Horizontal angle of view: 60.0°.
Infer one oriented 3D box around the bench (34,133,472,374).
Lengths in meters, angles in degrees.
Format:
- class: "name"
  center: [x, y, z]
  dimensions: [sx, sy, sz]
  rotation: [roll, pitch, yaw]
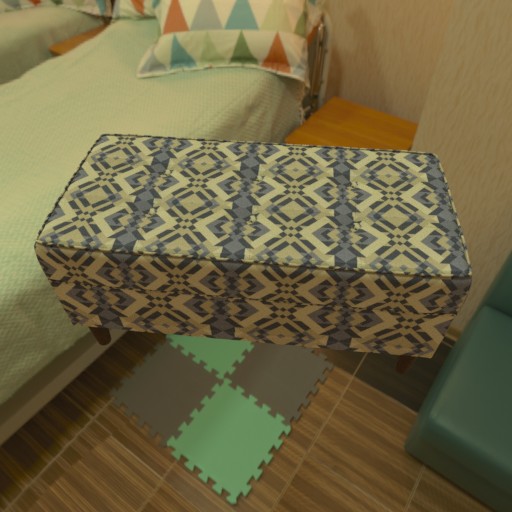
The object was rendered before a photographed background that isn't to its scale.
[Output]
- class: "bench"
  center: [0.000, 0.000, 1.308]
  dimensions: [1.016, 0.477, 0.492]
  rotation: [4, 47, 4]
